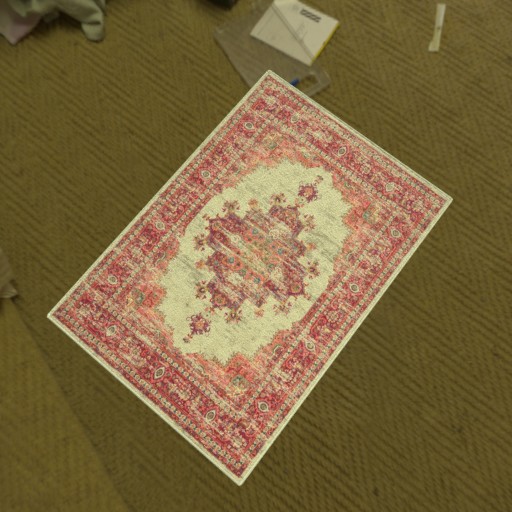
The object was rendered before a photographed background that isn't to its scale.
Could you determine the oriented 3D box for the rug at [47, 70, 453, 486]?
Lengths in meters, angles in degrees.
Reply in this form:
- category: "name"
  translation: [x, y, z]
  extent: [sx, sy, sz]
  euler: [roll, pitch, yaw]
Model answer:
- category: "rug"
  translation: [0.000, 0.000, 2.224]
  extent: [1.217, 0.011, 1.747]
  euler: [38, 80, 8]
